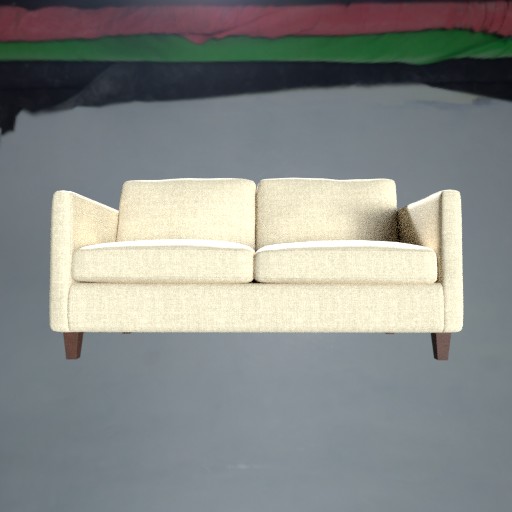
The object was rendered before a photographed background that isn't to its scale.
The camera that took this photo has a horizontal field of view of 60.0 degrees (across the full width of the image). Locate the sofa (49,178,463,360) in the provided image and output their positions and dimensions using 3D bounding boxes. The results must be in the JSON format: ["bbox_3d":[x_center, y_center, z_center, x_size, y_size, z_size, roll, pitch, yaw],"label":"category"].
[{"bbox_3d":[0.000,0.000,2.436,1.884,0.963,0.950,0,-2,1],"label":"sofa"}]
